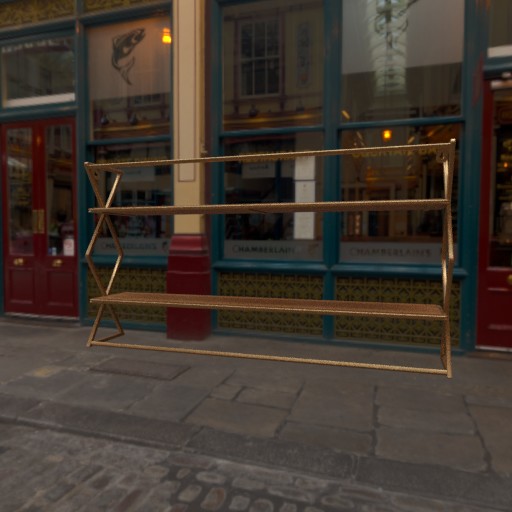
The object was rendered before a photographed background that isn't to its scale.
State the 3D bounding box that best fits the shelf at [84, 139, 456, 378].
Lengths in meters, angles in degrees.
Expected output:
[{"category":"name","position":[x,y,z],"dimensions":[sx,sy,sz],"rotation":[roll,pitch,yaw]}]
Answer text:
[{"category":"shelf","position":[0.000,0.000,1.023],"dimensions":[0.822,0.450,0.150],"rotation":[1,2,18]}]
